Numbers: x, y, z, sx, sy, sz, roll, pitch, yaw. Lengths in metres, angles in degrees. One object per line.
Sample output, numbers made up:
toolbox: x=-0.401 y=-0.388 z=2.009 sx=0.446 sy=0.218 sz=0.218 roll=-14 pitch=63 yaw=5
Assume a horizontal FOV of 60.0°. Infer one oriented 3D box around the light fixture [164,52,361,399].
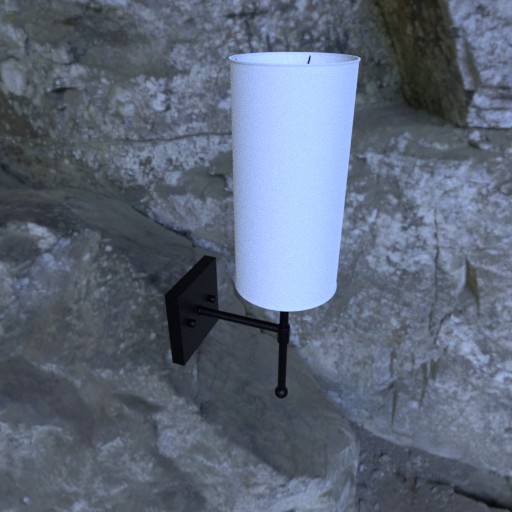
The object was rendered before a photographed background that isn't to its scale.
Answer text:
light fixture: x=0.000 y=0.000 z=0.560 sx=0.208 sy=0.462 sz=0.128 roll=10 pitch=31 yaw=18
